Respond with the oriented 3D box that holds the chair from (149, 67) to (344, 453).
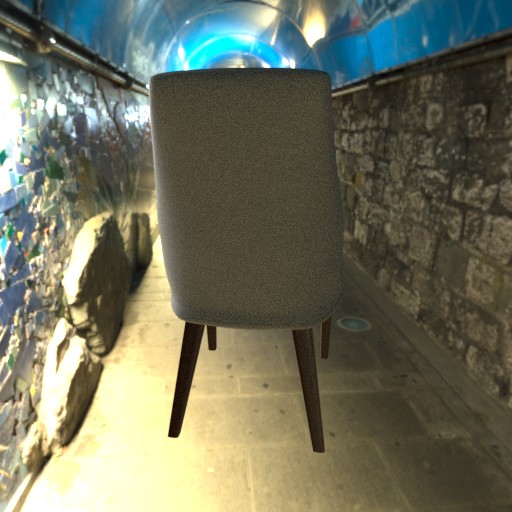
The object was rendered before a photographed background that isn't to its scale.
[{"bbox_3d":[0.000,0.000,1.265,0.500,0.930,0.620,2,16,8],"label":"chair"}]
